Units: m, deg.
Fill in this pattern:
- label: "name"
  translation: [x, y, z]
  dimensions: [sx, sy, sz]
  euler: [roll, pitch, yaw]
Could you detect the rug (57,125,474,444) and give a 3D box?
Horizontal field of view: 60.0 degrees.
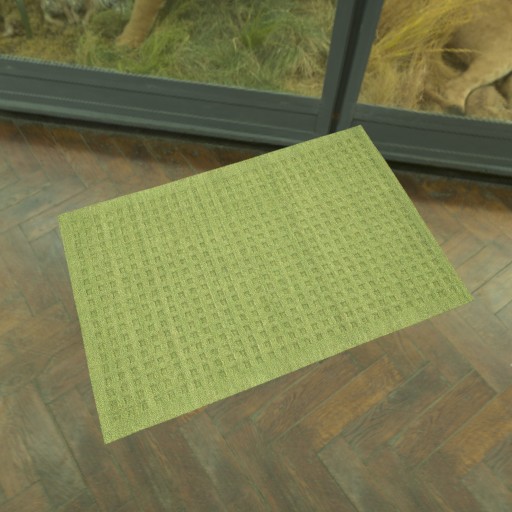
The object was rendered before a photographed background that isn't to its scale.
- label: "rug"
  translation: [0.000, 0.000, 2.854]
  dimensions: [2.297, 0.007, 1.529]
  euler: [-19, 64, -9]
